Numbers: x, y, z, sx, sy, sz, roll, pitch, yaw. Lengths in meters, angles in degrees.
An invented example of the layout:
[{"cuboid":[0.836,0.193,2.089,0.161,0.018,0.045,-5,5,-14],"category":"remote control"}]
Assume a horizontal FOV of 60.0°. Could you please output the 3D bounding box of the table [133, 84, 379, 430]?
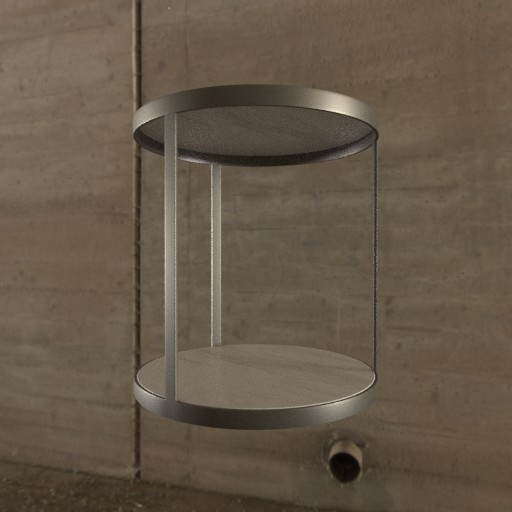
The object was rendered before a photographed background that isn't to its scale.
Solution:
[{"cuboid":[0.000,0.000,0.835,0.445,0.479,0.445,0,1,0],"category":"table"}]
